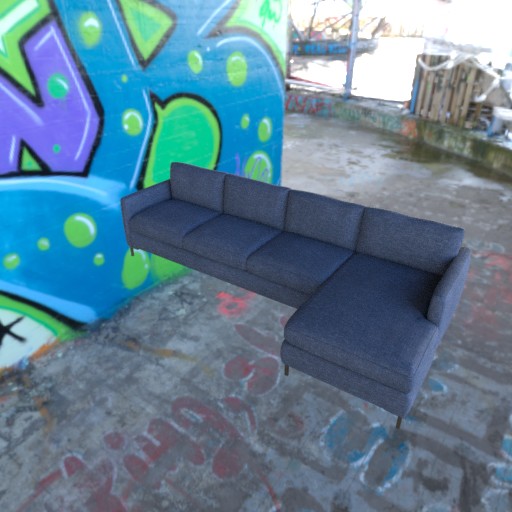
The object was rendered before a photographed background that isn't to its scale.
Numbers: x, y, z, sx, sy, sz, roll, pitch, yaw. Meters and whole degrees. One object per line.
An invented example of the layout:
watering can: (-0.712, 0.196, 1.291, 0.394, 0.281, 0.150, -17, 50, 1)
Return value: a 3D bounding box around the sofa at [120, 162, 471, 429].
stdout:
sofa: (0.000, 0.000, 3.517, 2.932, 0.810, 1.350, 18, 34, 30)
